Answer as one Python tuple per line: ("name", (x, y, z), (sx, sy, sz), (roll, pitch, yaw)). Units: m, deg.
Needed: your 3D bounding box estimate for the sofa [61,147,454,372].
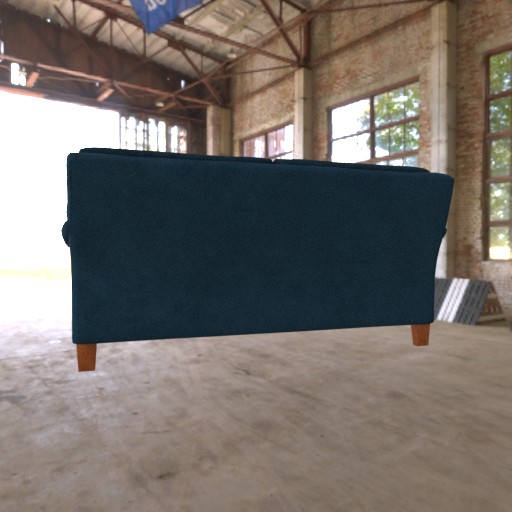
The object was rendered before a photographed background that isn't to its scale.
("sofa", (0.000, 0.000, 2.739), (2.141, 1.101, 1.084), (0, 1, -17))
